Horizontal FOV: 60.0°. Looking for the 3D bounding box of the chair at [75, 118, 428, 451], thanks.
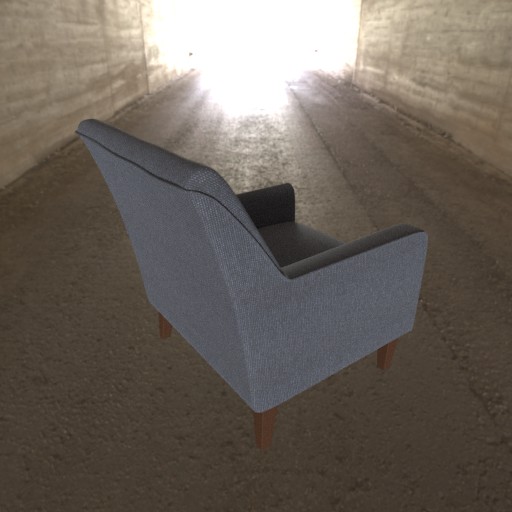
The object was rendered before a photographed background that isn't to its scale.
[{"bbox_3d":[0.000,0.000,1.567,0.899,0.919,0.780,-18,32,-32],"label":"chair"}]
